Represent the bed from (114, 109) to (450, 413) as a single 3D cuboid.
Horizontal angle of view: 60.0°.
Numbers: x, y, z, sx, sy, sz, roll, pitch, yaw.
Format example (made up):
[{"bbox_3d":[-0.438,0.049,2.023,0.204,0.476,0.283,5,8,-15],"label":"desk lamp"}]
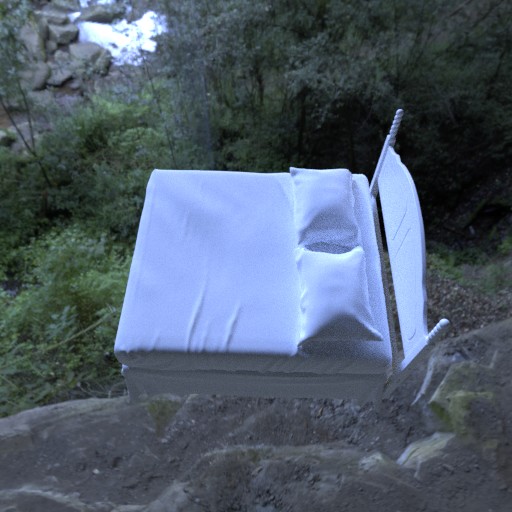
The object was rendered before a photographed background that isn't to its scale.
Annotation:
[{"bbox_3d":[0.000,0.000,3.244,2.040,1.356,1.873,2,58,1],"label":"bed"}]
